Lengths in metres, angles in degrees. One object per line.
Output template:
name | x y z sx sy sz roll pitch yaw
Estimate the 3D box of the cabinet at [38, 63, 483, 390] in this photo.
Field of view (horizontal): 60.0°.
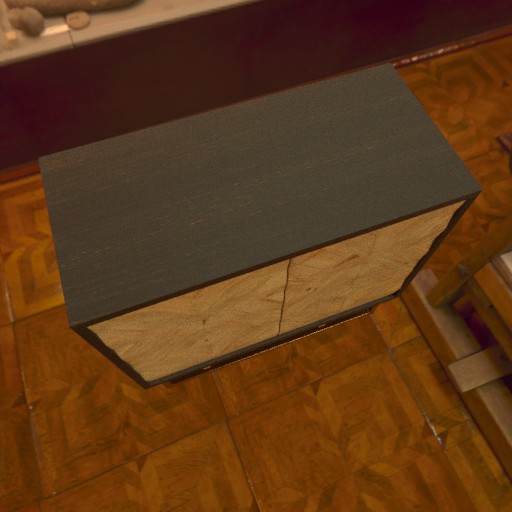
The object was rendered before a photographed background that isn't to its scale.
cabinet | 0.000 0.000 1.426 0.950 0.860 0.451 -18 64 -9
